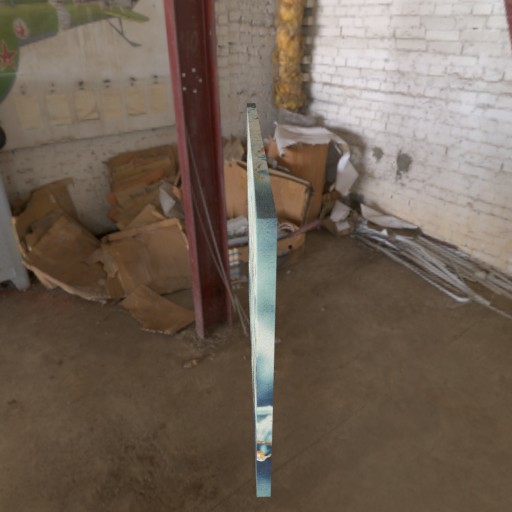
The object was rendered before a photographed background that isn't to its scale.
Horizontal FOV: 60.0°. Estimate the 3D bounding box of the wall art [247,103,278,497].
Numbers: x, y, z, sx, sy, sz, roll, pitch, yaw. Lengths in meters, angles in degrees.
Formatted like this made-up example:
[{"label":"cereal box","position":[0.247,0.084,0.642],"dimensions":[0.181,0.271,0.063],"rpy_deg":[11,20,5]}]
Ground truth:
[{"label":"wall art","position":[0.000,0.000,1.433],"dimensions":[0.035,0.759,1.138],"rpy_deg":[-1,28,-2]}]
